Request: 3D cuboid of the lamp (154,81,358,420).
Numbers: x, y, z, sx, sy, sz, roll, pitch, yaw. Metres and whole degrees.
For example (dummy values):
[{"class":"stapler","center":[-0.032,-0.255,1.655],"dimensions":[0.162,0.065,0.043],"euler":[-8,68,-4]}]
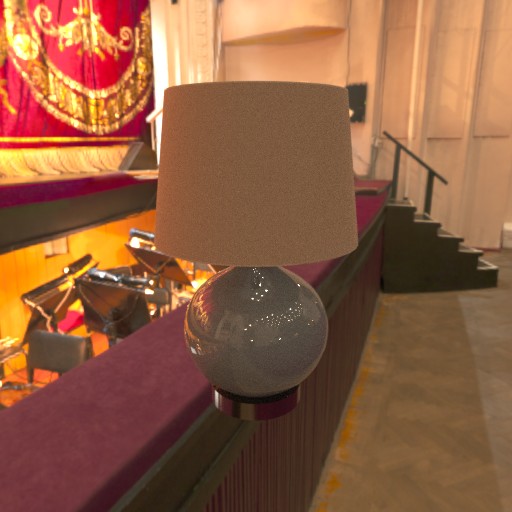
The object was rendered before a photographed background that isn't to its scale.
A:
[{"class":"lamp","center":[0.000,0.000,0.553],"dimensions":[0.247,0.387,0.247],"euler":[0,15,0]}]
